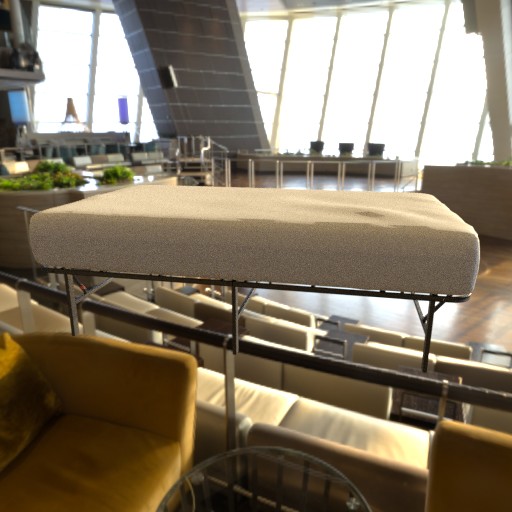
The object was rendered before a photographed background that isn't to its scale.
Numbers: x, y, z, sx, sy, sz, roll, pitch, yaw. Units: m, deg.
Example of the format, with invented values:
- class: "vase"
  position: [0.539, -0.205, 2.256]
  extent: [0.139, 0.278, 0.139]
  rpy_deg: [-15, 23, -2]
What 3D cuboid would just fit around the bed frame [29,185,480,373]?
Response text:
- class: "bed frame"
  position: [0.000, 0.000, 2.331]
  extent: [1.908, 0.640, 1.025]
  rpy_deg: [3, 17, 11]
